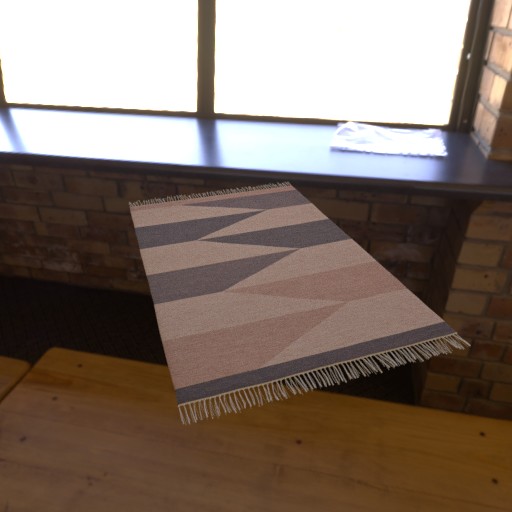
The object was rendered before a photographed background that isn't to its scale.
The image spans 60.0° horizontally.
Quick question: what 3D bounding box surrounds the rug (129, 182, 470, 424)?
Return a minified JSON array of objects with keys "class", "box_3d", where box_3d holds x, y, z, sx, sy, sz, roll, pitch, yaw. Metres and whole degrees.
[{"class":"rug","box_3d":[0.000,0.000,2.500,1.224,0.027,2.021,-10,32,-16]}]
